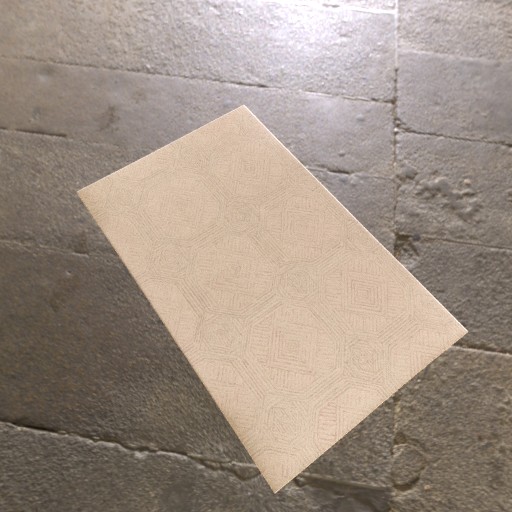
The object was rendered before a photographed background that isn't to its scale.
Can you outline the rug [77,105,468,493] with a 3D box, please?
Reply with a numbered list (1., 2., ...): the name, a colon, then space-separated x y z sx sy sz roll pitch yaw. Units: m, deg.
1. rug: 0.000 0.000 3.037 1.524 0.008 2.440 -33 67 -16
